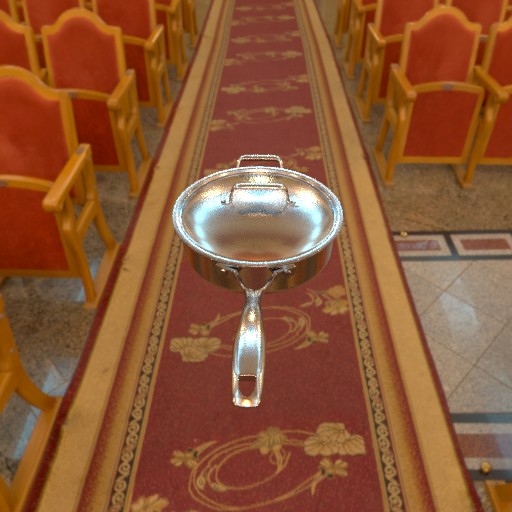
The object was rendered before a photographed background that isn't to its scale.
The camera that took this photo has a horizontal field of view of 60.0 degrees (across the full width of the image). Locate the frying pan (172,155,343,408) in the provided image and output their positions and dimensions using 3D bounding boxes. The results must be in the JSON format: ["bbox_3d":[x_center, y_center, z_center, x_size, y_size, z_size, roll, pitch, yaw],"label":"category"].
[{"bbox_3d":[0.000,0.000,0.585,0.245,0.111,0.492,1,41,1],"label":"frying pan"}]
